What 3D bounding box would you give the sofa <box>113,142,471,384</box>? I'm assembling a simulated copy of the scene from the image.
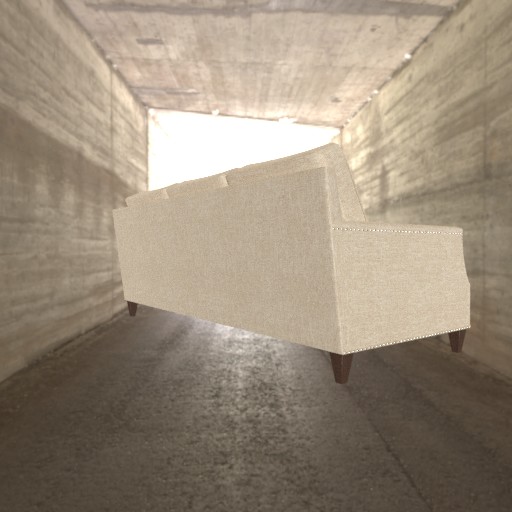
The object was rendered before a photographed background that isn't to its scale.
[{"bbox_3d":[0.000,0.000,2.769,1.041,0.940,2.210,-1,1,-37],"label":"sofa"}]
